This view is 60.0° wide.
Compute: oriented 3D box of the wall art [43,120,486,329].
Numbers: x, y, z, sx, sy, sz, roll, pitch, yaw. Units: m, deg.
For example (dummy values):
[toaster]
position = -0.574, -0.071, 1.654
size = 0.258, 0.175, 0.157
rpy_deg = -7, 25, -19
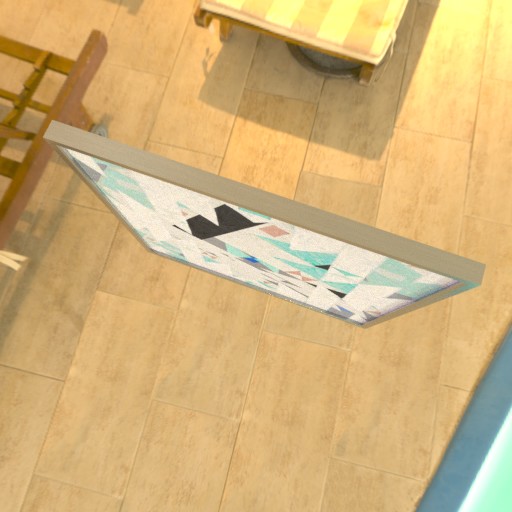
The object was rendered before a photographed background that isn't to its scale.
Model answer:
[wall art]
position = 0.000, 0.000, 1.164
size = 0.806, 0.806, 0.038
rpy_deg = 19, 76, 5
